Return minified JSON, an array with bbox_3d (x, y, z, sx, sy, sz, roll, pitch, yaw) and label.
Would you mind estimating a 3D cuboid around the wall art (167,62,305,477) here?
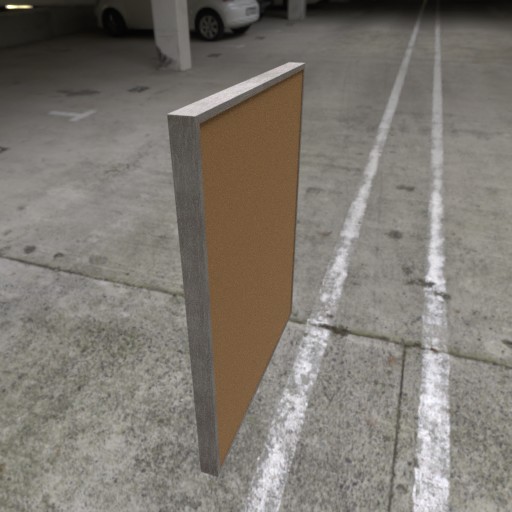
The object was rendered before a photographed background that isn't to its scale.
[{"bbox_3d":[0.000,0.000,0.702,0.032,0.521,0.421,10,31,16],"label":"wall art"}]
